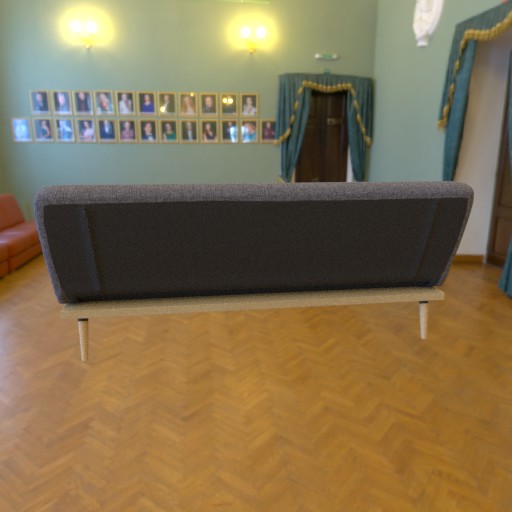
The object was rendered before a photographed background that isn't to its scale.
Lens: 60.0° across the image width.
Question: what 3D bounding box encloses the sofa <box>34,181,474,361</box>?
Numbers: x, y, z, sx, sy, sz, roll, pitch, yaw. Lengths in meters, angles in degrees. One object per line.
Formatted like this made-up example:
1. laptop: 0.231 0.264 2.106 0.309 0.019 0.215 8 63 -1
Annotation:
1. sofa: 0.000 0.000 2.227 1.820 0.770 0.820 -2 13 -8
